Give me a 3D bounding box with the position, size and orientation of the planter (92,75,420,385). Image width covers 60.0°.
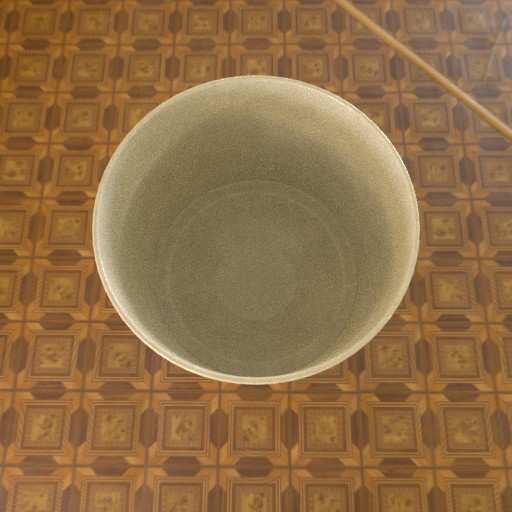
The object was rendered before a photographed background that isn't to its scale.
[{"bbox_3d":[0.000,0.000,0.453,0.250,0.239,0.250,0,74,0],"label":"planter"}]
